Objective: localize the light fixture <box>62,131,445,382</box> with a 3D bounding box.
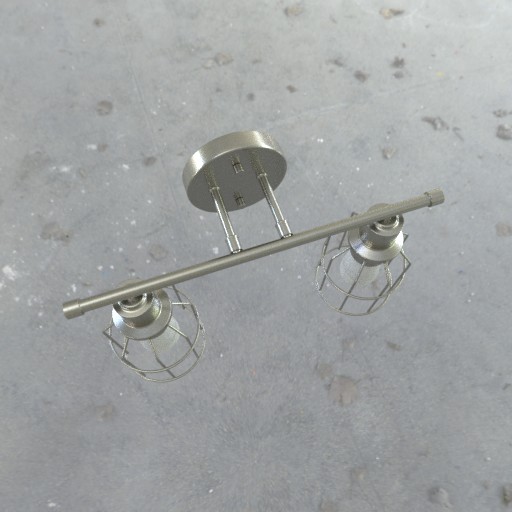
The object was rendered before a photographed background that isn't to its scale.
[{"bbox_3d":[0.000,0.000,0.529,0.406,0.254,0.165,-17,66,-8],"label":"light fixture"}]
